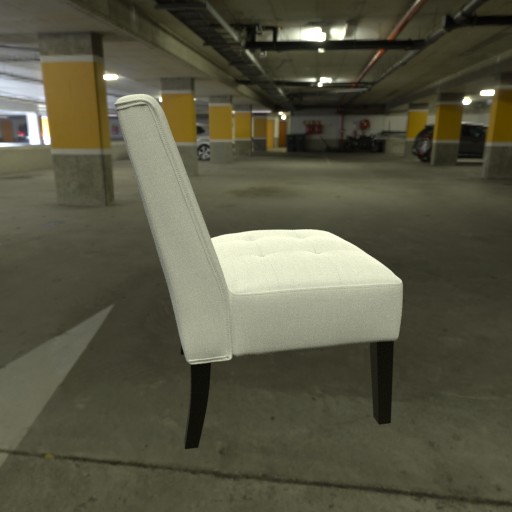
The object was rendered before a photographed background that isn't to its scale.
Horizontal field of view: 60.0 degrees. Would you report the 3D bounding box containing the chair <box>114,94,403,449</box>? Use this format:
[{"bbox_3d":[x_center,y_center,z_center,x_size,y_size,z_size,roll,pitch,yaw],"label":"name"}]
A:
[{"bbox_3d":[0.000,0.000,1.300,0.676,0.853,0.569,-3,16,-10],"label":"chair"}]
